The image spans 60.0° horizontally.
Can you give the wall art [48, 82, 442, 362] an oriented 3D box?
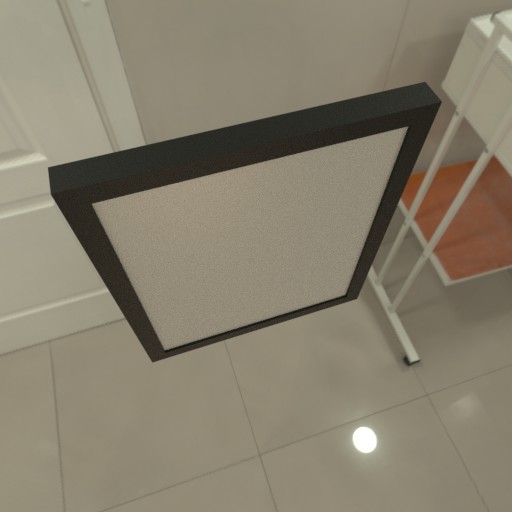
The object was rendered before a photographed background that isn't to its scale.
[{"bbox_3d":[0.000,0.000,0.525,0.330,0.381,0.029,-16,59,-10],"label":"wall art"}]
